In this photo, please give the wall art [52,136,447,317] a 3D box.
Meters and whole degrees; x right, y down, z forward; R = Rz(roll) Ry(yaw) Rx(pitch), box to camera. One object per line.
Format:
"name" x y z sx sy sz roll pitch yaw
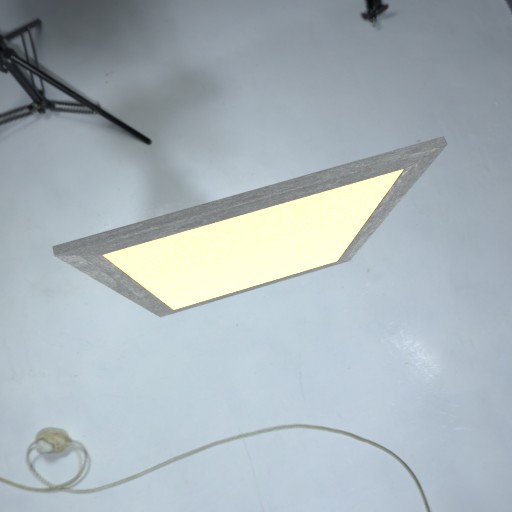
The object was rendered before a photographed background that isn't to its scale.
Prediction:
"wall art" 0.000 0.000 0.790 0.476 0.570 0.013 -16 76 -4
